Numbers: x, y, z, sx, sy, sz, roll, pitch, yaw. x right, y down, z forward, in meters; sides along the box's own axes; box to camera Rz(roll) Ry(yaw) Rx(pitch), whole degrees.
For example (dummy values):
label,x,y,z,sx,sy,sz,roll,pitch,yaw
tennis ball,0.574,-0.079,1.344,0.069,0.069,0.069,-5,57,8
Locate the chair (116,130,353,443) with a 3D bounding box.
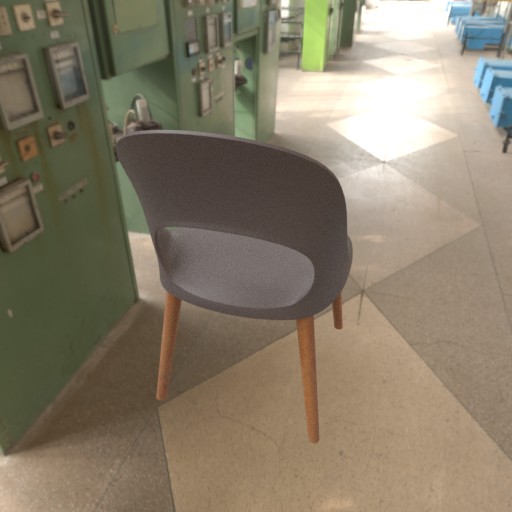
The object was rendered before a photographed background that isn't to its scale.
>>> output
label,x,y,z,sx,sy,sz,roll,pitch,yaw
chair,0.000,0.000,1.125,0.470,0.794,0.556,10,34,15
